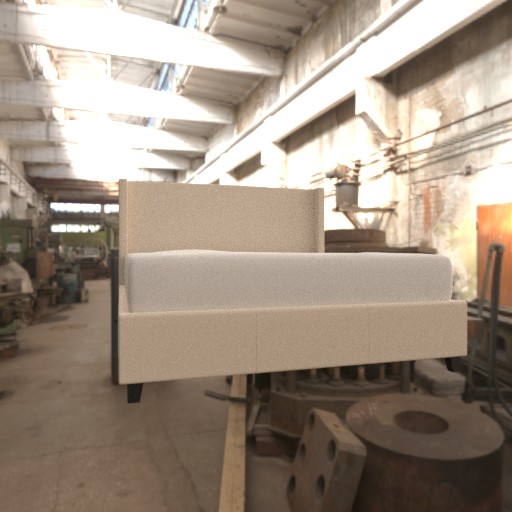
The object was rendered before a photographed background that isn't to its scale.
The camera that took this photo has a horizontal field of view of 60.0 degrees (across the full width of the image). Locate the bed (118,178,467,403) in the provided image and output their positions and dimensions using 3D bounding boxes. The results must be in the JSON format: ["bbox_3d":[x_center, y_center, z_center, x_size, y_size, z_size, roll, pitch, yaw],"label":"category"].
[{"bbox_3d":[0.000,0.000,3.602,2.145,1.471,2.293,0,0,-17],"label":"bed"}]
